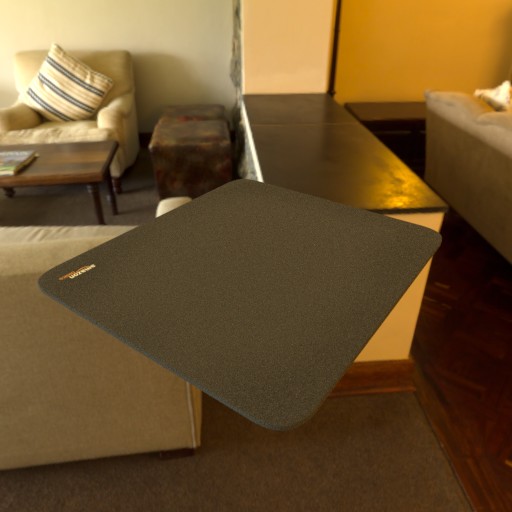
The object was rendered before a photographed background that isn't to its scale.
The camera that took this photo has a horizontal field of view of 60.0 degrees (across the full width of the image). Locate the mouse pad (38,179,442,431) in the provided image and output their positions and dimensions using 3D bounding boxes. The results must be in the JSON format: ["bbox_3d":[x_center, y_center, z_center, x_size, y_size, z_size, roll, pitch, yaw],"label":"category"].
[{"bbox_3d":[0.000,0.000,0.316,0.203,0.003,0.229,21,37,30],"label":"mouse pad"}]
